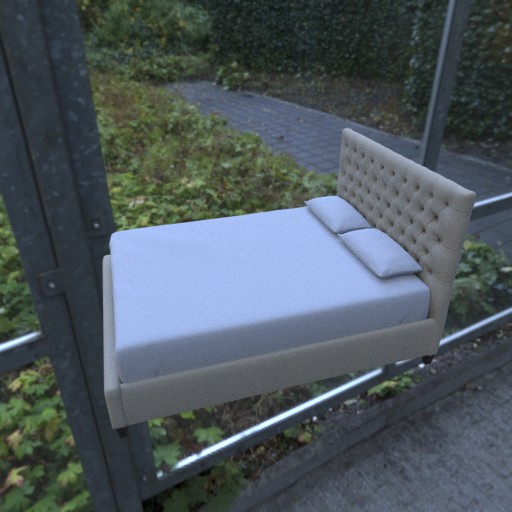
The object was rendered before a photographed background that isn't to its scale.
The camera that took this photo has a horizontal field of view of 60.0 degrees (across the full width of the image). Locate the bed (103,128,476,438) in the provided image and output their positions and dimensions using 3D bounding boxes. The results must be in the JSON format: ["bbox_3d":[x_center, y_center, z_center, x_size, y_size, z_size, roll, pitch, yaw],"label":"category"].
[{"bbox_3d":[0.000,0.000,3.461,2.387,1.427,1.698,-9,31,-15],"label":"bed"}]
